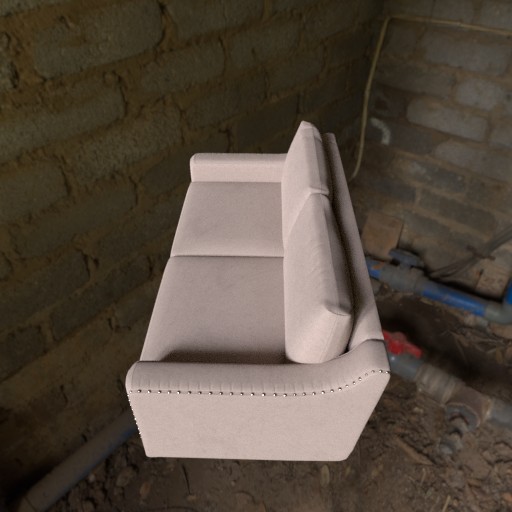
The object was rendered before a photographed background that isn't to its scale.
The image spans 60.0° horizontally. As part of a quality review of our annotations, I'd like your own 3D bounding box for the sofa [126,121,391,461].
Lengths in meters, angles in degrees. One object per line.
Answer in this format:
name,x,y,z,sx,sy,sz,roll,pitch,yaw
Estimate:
sofa,0.000,0.000,2.523,1.030,0.901,1.967,1,40,1
